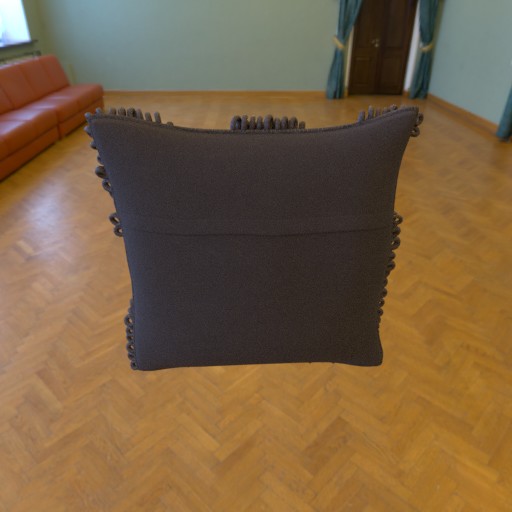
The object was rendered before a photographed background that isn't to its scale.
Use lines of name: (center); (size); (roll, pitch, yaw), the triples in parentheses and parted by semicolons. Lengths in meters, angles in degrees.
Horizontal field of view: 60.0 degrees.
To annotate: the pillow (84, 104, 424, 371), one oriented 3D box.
pillow: (0.000, 0.000, 0.716); (0.470, 0.467, 0.172); (-1, 29, -2)
